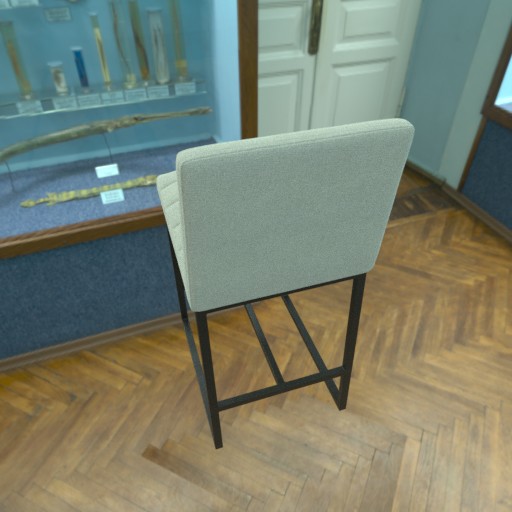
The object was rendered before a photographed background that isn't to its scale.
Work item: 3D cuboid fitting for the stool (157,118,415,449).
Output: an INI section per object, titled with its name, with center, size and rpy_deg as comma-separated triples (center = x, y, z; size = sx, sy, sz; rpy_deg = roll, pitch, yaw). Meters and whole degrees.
[stool]
center = 0.000, 0.000, 1.261
size = 0.459, 0.971, 0.567
rpy_deg = -12, 42, -14
